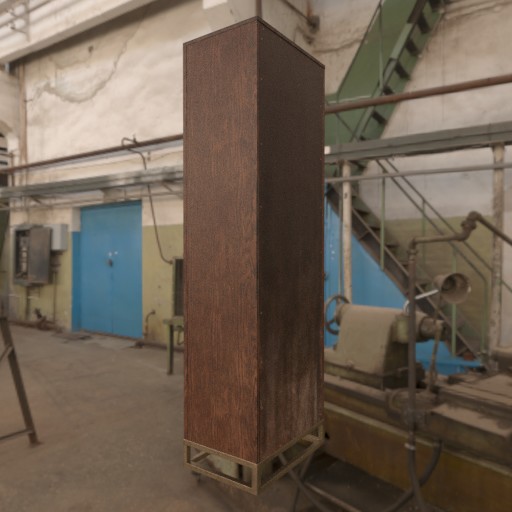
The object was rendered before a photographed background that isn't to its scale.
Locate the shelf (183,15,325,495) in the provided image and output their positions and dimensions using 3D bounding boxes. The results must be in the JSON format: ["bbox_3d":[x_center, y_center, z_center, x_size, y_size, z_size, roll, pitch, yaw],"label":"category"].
[{"bbox_3d":[0.000,0.000,1.930,0.395,1.732,0.539,1,1,36],"label":"shelf"}]
